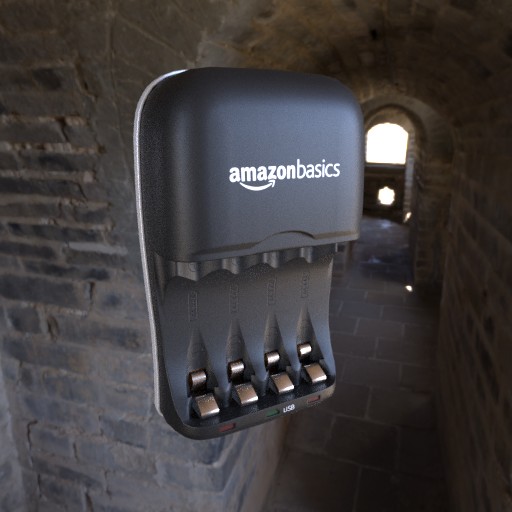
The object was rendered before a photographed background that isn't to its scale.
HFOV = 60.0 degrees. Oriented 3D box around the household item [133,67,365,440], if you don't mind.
[{"bbox_3d":[0.000,0.000,0.146,0.070,0.114,0.038,-8,17,-27],"label":"household item"}]
